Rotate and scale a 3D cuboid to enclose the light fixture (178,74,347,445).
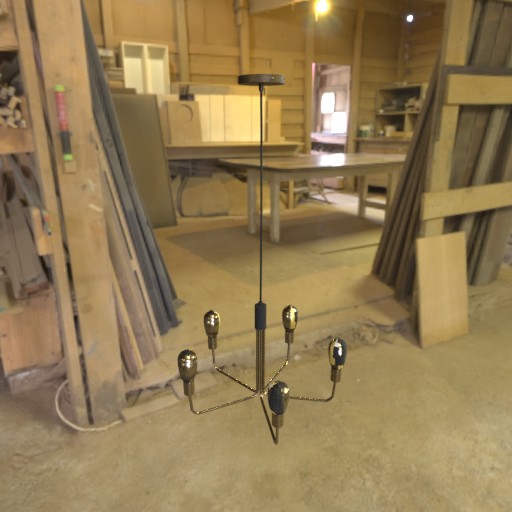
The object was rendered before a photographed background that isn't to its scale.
[{"bbox_3d":[0.000,0.000,1.398,0.532,1.059,0.588,-8,19,-26],"label":"light fixture"}]
